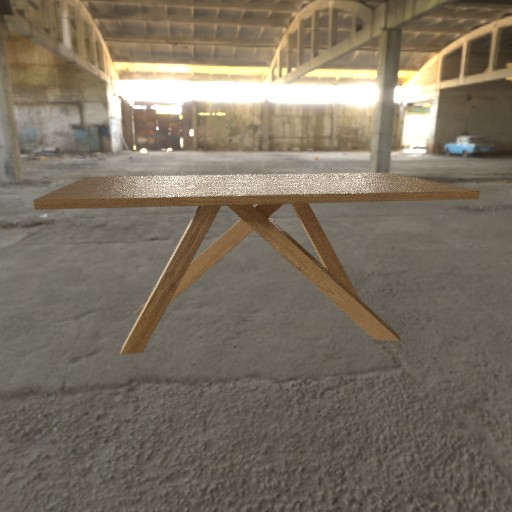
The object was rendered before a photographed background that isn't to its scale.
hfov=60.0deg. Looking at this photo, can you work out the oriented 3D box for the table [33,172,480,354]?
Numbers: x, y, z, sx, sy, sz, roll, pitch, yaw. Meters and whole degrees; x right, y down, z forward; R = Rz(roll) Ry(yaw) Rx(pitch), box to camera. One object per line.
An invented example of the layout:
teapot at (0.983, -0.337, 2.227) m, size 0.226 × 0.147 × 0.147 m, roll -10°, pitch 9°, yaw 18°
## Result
table at (0.000, 0.000, 2.290) m, size 1.797 × 0.750 × 0.901 m, roll -2°, pitch 16°, yaw -8°
